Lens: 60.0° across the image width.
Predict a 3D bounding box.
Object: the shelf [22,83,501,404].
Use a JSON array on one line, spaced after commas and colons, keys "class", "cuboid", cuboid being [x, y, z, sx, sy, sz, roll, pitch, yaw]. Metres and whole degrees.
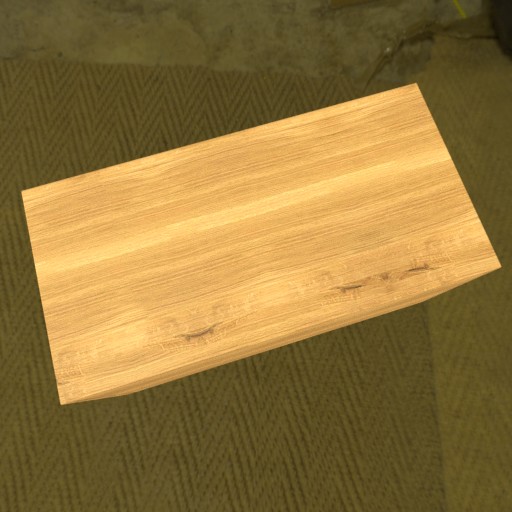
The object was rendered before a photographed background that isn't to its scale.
[{"class": "shelf", "cuboid": [0.000, 0.000, 1.006, 0.800, 0.400, 0.400, -17, 76, -4]}]
